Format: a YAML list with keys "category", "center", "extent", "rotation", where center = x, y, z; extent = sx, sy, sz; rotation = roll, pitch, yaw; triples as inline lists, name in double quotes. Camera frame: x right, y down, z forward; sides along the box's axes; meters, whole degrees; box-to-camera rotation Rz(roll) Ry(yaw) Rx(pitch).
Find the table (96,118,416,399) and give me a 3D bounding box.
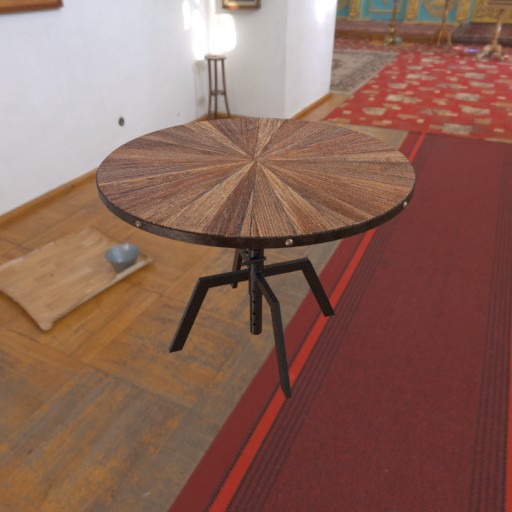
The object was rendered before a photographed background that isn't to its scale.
- category: "table"
  center: [0.000, 0.000, 1.454]
  extent: [0.885, 0.658, 0.885]
  rotation: [0, 33, 0]
